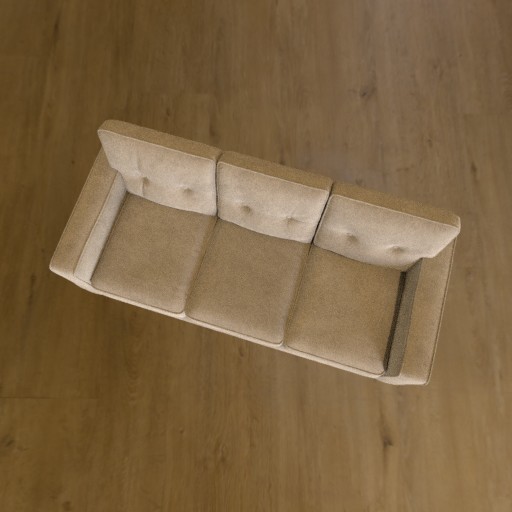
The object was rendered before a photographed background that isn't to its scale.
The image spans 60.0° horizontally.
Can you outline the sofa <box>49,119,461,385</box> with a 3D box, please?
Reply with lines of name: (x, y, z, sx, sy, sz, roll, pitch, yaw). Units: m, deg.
sofa: (0.000, 0.000, 2.619, 2.133, 0.965, 0.939, 16, 75, 5)
